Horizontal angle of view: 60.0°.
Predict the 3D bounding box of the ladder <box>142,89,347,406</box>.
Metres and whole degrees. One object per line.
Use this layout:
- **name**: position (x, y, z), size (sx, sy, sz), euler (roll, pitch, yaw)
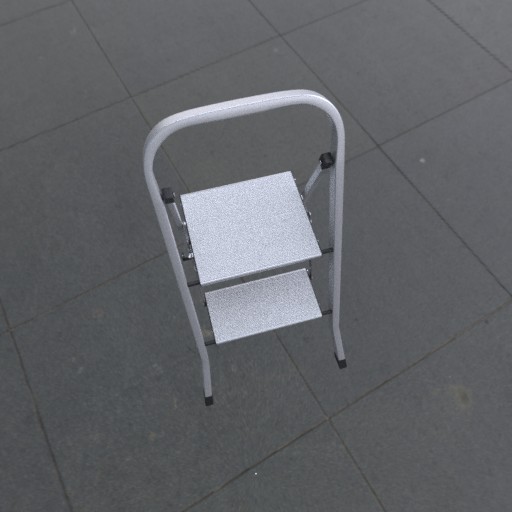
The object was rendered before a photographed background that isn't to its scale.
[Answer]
- **ladder**: position (0.000, 0.000, 1.141), size (0.465, 0.830, 0.530), euler (-14, 65, -7)
